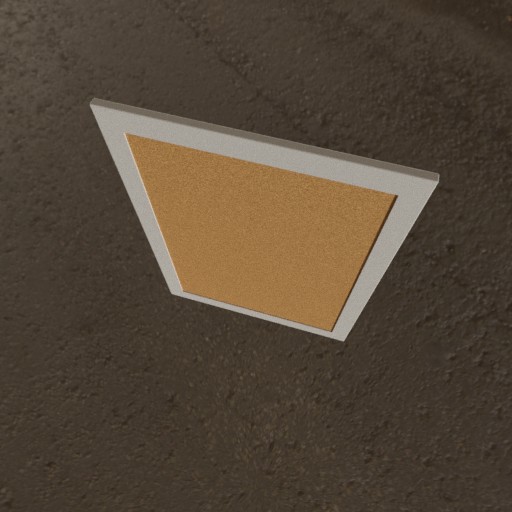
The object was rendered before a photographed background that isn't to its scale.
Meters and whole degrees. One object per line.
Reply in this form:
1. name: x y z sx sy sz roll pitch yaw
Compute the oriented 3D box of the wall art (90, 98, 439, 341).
1. wall art: 0.000 0.000 0.693 0.374 0.529 0.012 14 63 7
